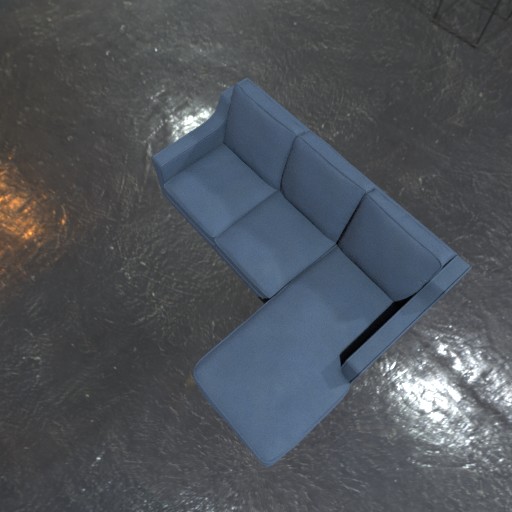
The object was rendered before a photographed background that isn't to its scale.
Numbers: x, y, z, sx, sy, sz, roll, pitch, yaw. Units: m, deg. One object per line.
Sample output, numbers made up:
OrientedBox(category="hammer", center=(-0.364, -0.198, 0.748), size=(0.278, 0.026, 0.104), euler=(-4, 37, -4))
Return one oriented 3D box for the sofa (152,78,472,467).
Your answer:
OrientedBox(category="sofa", center=(0.000, 0.000, 3.346), size=(1.858, 1.066, 2.317), euler=(-38, 70, -16))
